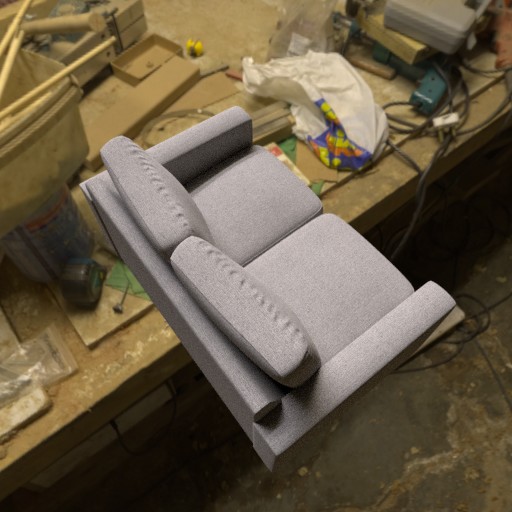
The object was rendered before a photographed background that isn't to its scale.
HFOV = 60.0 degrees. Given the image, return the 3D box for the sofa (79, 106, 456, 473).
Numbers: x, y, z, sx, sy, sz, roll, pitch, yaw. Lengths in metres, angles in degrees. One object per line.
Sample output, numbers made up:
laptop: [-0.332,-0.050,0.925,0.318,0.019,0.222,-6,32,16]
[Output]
sofa: [0.000,0.000,1.958,0.917,0.873,1.420,-33,64,-19]
